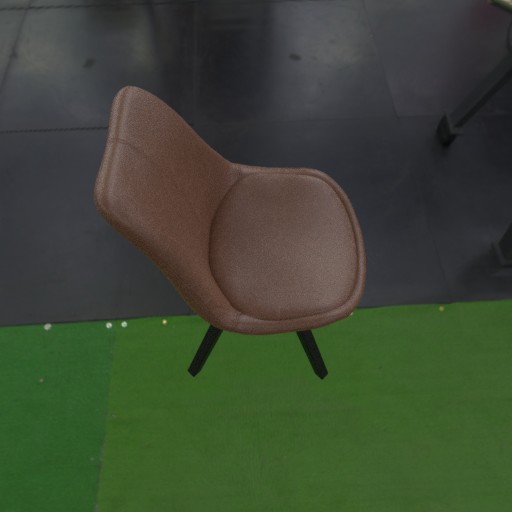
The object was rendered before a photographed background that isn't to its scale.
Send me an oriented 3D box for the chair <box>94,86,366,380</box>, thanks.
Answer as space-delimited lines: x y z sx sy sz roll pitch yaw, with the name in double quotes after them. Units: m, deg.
0.000 0.000 1.154 0.550 0.850 0.475 0 60 0 "chair"
